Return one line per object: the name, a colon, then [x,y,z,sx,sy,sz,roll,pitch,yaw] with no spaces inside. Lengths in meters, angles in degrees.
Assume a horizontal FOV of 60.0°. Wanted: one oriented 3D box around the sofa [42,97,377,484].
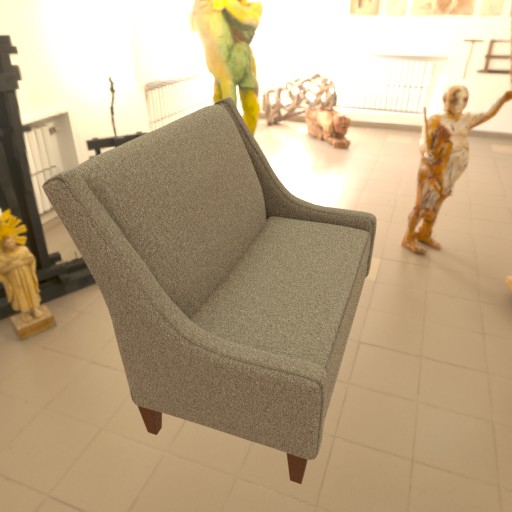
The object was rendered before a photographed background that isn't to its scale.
sofa: [0.000,0.000,1.853,0.862,1.026,1.242,11,32,17]
